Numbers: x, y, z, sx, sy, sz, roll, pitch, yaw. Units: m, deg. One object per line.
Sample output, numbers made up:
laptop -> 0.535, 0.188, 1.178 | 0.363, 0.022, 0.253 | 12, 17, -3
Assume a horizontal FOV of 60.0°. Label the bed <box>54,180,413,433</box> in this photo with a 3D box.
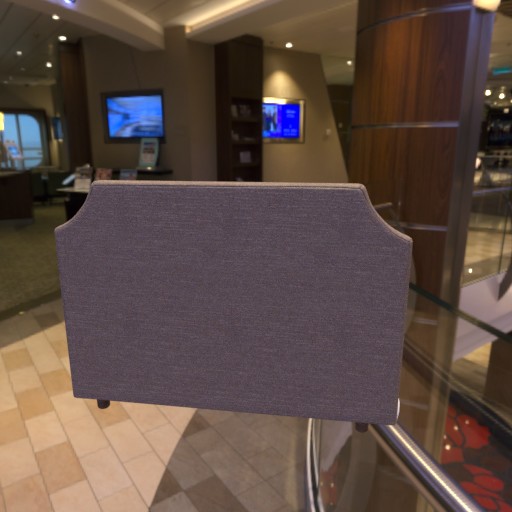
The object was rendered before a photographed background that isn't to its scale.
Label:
bed -> 0.000, 0.000, 4.097 | 2.350, 1.590, 2.773 | 2, 15, 8
